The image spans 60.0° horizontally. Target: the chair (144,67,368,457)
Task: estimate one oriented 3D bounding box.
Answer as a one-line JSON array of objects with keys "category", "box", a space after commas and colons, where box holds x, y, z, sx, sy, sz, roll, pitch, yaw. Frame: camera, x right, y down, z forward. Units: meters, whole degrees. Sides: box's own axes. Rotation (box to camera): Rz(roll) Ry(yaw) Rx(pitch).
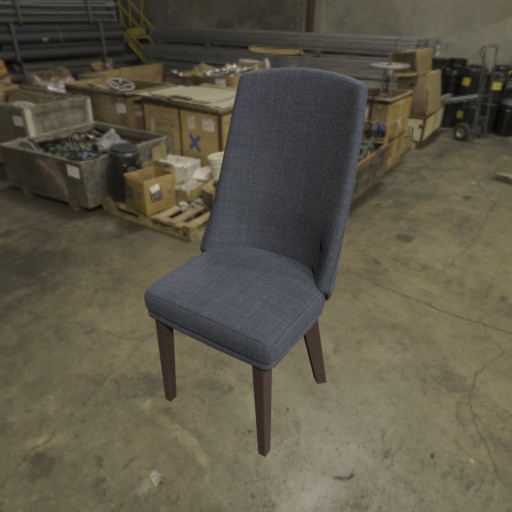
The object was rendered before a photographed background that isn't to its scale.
[{"category": "chair", "box": [0.000, 0.000, 1.400, 0.510, 1.050, 0.577, 18, 34, 29]}]
